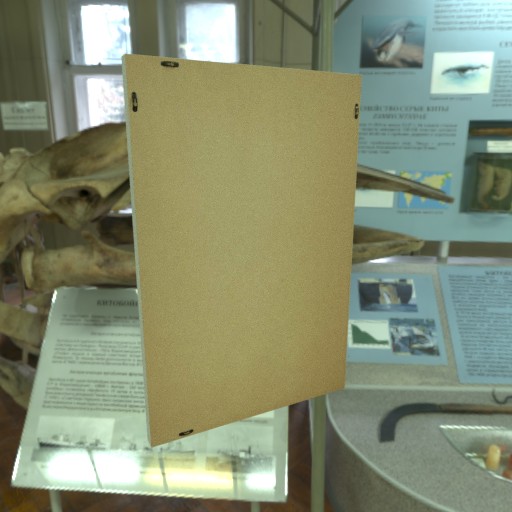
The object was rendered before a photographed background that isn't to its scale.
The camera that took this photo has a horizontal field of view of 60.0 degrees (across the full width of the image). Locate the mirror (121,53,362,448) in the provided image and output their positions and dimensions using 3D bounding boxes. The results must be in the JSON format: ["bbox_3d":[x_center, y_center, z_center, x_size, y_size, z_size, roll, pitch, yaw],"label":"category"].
[{"bbox_3d":[0.000,0.000,1.150,0.609,0.915,0.041,-7,16,-27],"label":"mirror"}]
